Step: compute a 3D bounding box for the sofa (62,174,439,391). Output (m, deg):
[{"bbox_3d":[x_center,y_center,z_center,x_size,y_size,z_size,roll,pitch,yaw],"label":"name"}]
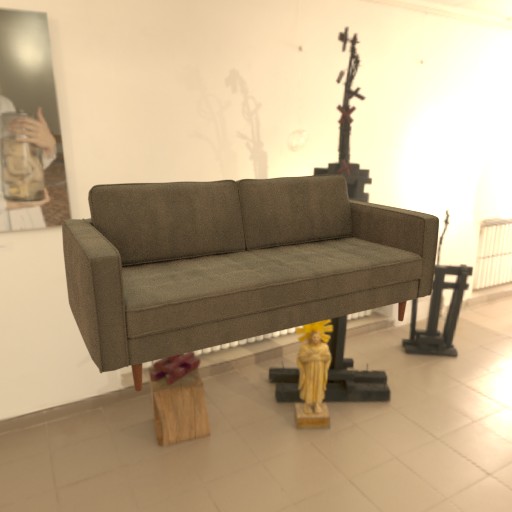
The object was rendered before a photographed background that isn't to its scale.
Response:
[{"bbox_3d":[0.000,0.000,2.485,1.920,0.825,0.924,-8,16,-28],"label":"sofa"}]
